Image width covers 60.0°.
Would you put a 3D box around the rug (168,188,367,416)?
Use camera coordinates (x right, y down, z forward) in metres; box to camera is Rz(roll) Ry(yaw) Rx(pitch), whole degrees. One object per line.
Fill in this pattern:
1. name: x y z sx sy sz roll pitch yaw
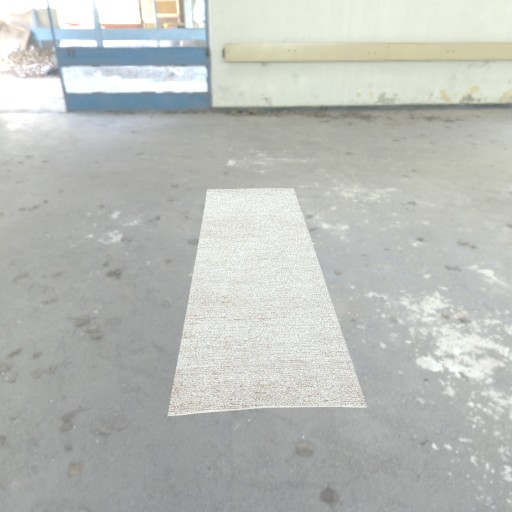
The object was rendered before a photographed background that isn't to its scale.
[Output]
1. rug: 0.000 0.000 2.599 0.712 0.013 2.346 -1 28 -2
